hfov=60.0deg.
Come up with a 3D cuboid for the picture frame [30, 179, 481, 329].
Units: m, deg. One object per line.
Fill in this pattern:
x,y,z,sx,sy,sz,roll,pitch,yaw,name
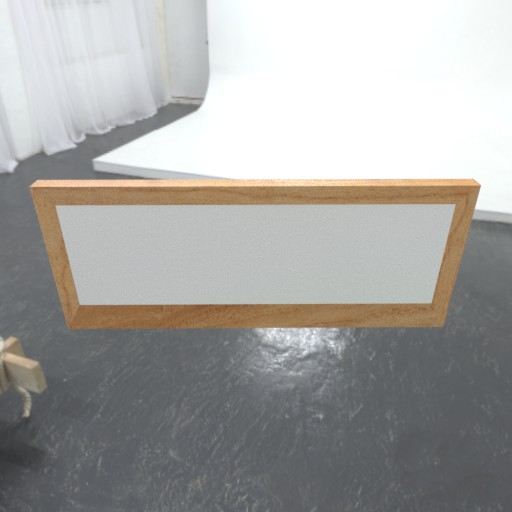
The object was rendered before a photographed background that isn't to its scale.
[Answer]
0.000,0.000,0.649,0.582,0.234,0.045,0,30,0,picture frame
